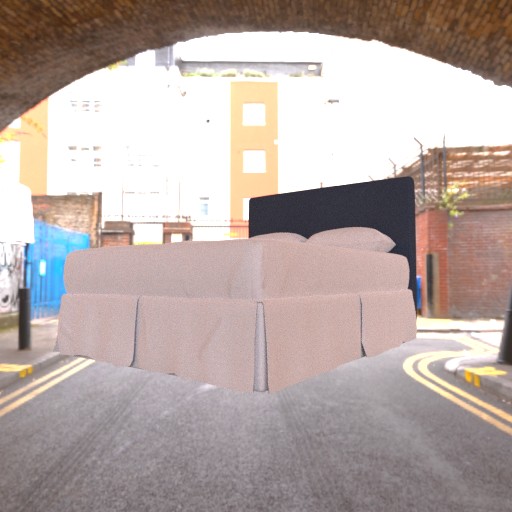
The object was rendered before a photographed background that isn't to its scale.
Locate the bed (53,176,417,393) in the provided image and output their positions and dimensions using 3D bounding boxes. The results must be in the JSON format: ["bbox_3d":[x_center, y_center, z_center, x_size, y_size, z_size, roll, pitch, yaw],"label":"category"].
[{"bbox_3d":[0.000,0.000,3.195,1.713,1.330,2.162,-2,-4,37],"label":"bed"}]
